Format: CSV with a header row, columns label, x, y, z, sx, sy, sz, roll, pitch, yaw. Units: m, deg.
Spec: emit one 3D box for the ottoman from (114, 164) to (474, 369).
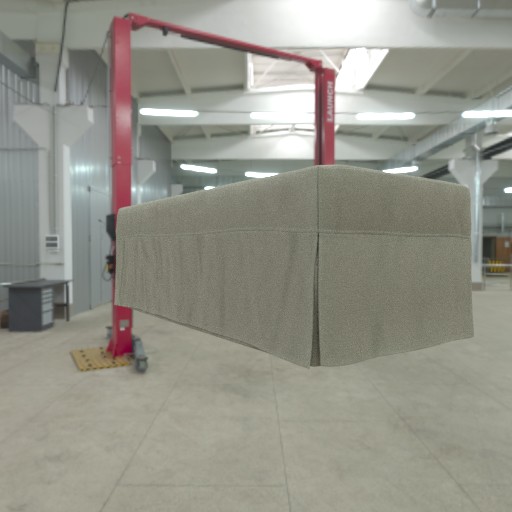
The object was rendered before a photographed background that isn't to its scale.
label,x,y,z,sx,sy,sz,roll,pitch,yaw
ottoman,0.000,0.000,1.671,0.665,0.457,1.388,-1,1,-35
